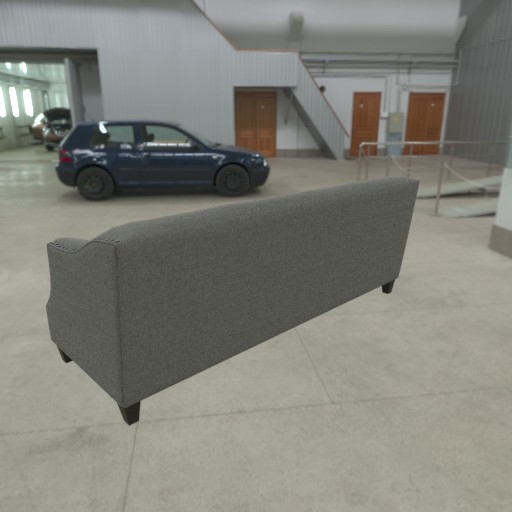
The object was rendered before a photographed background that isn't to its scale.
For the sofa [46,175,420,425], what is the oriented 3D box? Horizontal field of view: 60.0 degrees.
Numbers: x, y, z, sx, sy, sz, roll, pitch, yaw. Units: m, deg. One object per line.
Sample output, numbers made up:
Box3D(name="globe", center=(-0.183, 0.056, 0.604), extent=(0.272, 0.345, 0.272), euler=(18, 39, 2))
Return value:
Box3D(name="sofa", center=(0.000, 0.000, 2.721), extent=(2.235, 0.901, 0.914), euler=(-16, 24, -41))
